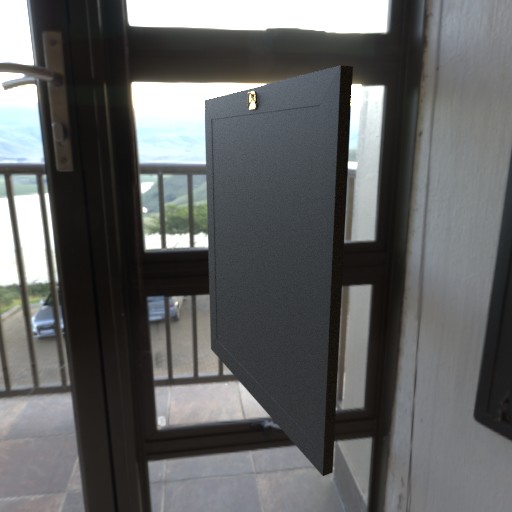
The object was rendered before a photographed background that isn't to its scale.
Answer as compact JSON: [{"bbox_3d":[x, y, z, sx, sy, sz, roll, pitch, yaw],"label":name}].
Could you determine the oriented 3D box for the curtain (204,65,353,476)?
[{"bbox_3d":[0.000,0.000,0.818,0.027,0.585,0.483,-7,16,-25],"label":"curtain"}]
